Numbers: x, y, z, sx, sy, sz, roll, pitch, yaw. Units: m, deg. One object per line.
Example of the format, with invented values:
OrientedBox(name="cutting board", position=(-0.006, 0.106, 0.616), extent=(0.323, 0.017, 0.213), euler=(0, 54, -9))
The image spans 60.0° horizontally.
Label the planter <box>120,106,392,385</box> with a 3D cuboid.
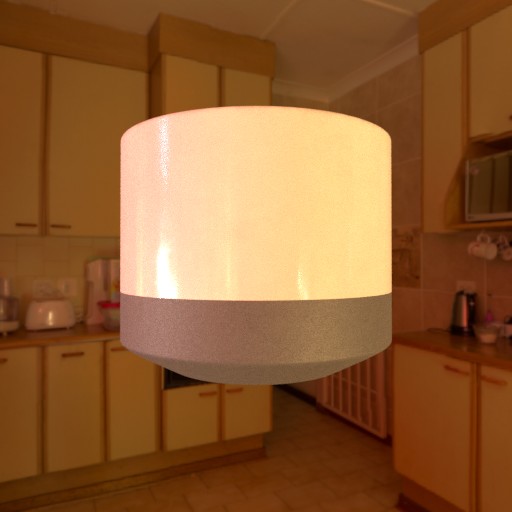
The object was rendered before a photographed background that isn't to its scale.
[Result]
OrientedBox(name="planter", position=(0.000, 0.000, 0.219), extent=(0.128, 0.105, 0.128), euler=(0, -1, 0))
